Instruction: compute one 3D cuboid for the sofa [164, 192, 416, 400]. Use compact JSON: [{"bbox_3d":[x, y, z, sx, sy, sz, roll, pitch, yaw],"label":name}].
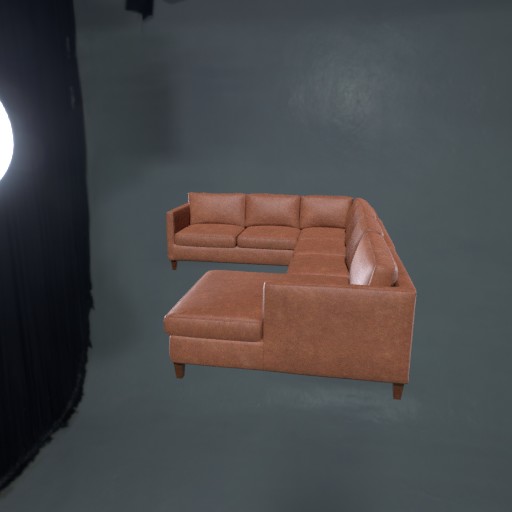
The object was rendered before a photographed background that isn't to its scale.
[{"bbox_3d":[0.000,0.000,4.528,2.593,0.923,3.460,3,15,10],"label":"sofa"}]
